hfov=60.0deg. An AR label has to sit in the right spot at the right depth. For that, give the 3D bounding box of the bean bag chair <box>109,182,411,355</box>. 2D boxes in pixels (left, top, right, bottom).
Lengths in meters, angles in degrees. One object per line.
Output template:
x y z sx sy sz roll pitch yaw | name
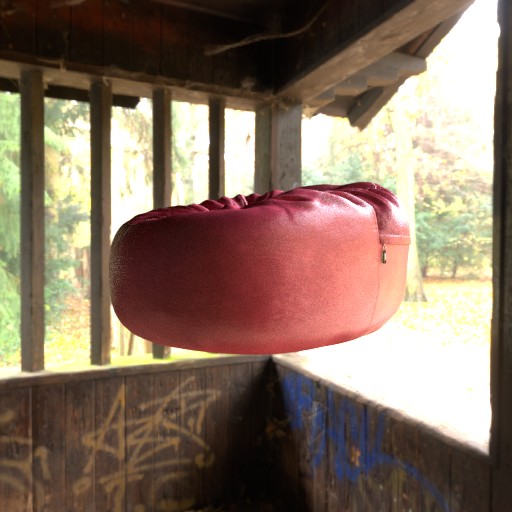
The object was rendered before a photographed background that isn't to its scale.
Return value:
0.000 0.000 2.453 1.524 0.878 1.524 1 1 37 | bean bag chair
